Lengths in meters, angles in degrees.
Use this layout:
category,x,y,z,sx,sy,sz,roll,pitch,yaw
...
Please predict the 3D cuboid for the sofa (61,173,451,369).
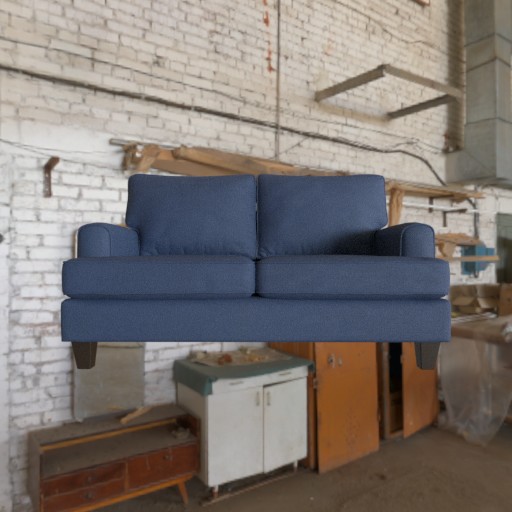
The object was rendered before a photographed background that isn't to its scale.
category,x,y,z,sx,sy,sz,roll,pitch,yaw
sofa,0.000,0.000,2.283,1.651,0.965,0.965,0,0,0
